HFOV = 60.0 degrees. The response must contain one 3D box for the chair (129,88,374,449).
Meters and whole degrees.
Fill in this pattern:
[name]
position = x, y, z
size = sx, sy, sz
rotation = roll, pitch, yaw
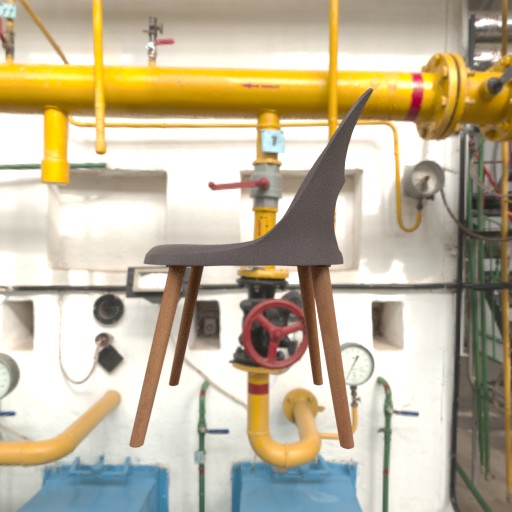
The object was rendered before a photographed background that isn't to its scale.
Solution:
[chair]
position = 0.000, 0.000, 1.138
size = 0.556, 0.794, 0.470
rotation = 0, 1, 0
